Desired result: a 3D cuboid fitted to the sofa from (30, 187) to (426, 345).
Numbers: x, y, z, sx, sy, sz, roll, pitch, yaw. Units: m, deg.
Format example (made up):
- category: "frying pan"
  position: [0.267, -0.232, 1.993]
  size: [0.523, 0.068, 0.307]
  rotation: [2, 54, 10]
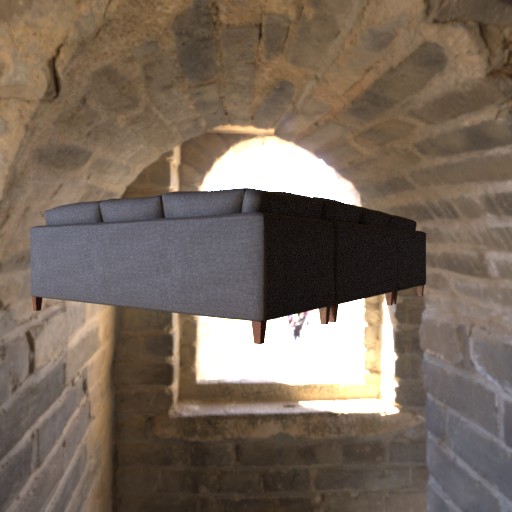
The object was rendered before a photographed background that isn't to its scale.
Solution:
- category: "sofa"
  position: [0.000, 0.000, 4.617]
  size: [2.594, 0.961, 3.460]
  rotation: [1, 1, 36]
